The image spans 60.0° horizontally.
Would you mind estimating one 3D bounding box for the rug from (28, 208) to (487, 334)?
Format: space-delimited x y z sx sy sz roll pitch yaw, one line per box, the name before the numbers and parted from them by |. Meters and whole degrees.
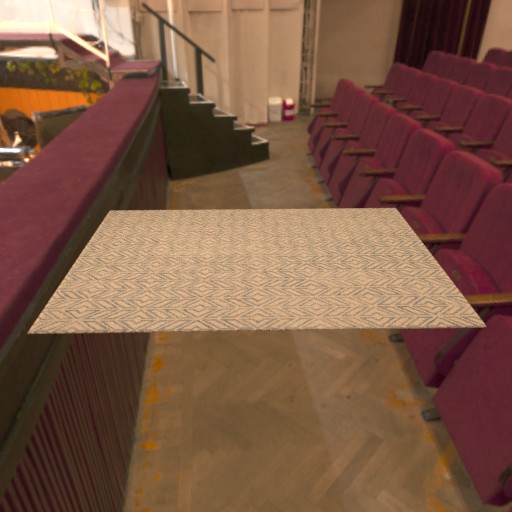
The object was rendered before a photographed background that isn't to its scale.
rug | 0.000 0.000 2.295 1.824 0.008 1.220 -1 29 -1
